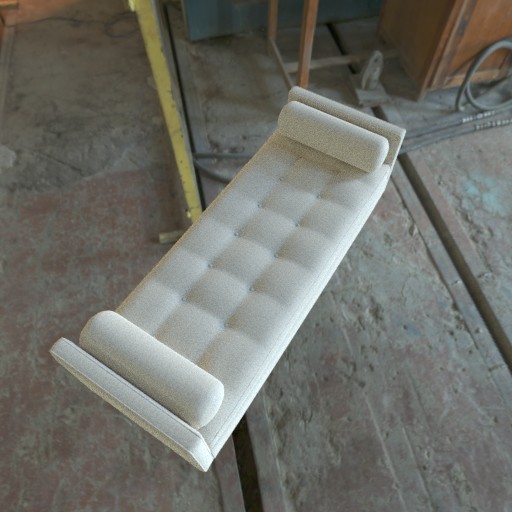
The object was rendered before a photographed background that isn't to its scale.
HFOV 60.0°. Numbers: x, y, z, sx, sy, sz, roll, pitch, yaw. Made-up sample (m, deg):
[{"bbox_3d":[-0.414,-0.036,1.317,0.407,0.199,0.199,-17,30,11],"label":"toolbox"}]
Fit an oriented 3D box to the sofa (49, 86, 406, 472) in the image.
[{"bbox_3d":[0.000,0.000,2.362,0.746,0.641,1.985,28,62,17],"label":"sofa"}]
